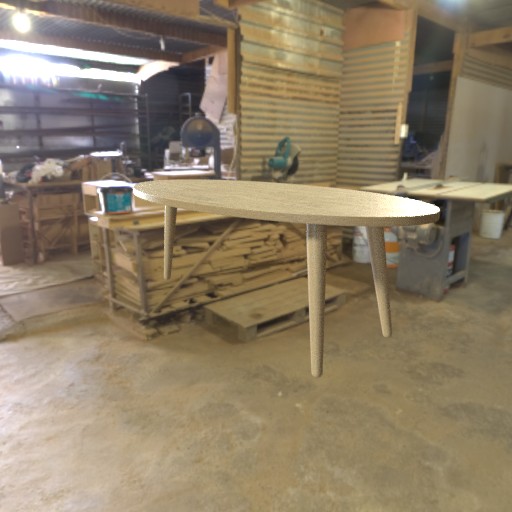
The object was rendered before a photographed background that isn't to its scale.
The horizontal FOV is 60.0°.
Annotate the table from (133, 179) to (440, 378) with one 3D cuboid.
[{"bbox_3d":[0.000,0.000,1.360,0.542,0.390,1.083,-14,20,-42],"label":"table"}]
